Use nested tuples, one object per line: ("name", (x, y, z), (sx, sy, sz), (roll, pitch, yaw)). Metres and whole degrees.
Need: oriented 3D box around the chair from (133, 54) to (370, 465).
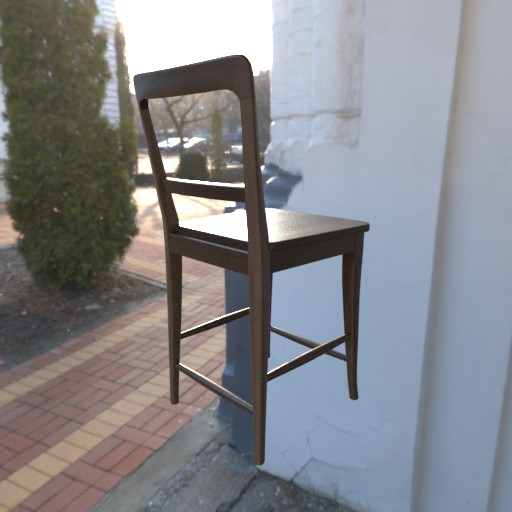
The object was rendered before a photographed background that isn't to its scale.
("chair", (0.000, 0.000, 1.302), (0.546, 0.991, 0.450), (-14, 20, -43))
